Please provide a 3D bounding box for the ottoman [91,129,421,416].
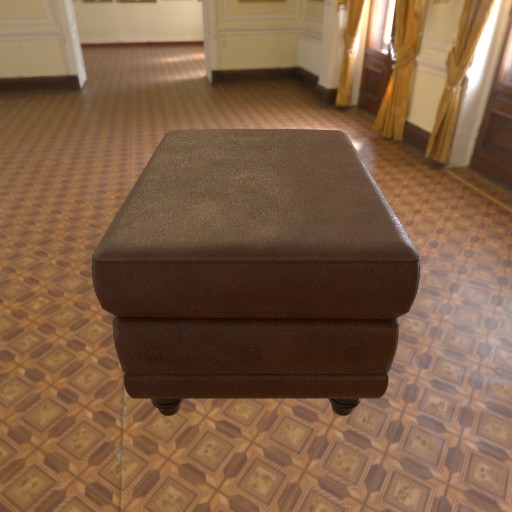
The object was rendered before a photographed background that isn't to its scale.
[{"bbox_3d":[0.000,0.000,1.208,0.588,0.509,0.795,0,32,0],"label":"ottoman"}]
